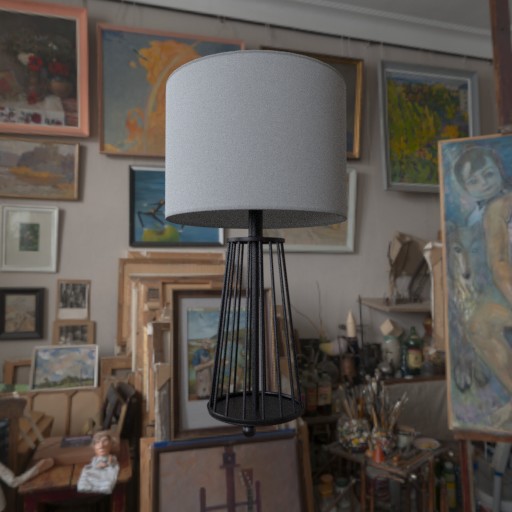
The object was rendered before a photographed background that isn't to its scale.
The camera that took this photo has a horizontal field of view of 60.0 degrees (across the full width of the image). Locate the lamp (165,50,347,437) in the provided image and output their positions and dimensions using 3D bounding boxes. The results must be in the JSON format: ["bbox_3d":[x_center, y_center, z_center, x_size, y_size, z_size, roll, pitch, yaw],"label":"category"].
[{"bbox_3d":[0.000,0.000,0.799,0.322,0.593,0.322,-1,-2,36],"label":"lamp"}]
